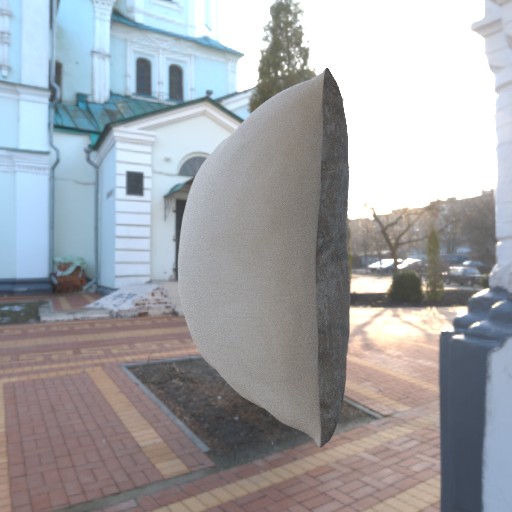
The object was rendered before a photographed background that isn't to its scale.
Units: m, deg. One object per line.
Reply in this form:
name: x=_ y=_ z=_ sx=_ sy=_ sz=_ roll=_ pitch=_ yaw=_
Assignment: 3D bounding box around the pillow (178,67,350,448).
pillow: x=0.000 y=0.000 z=0.723 sx=0.245 sy=0.448 sz=0.450 roll=0 pitch=-1 yaw=-18
